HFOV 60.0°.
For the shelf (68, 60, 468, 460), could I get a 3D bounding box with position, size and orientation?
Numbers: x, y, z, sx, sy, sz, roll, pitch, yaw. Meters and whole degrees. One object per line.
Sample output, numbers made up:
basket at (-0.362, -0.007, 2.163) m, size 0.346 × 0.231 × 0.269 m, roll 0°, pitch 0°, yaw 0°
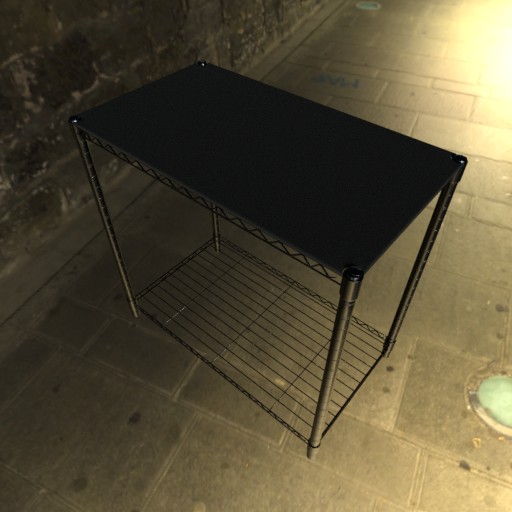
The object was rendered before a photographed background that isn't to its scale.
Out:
shelf at (0.000, 0.000, 0.930) m, size 0.589 × 0.564 × 0.338 m, roll 31°, pitch 53°, yaw 27°
